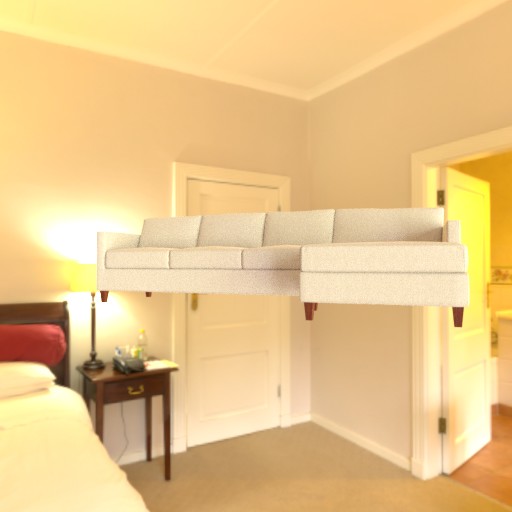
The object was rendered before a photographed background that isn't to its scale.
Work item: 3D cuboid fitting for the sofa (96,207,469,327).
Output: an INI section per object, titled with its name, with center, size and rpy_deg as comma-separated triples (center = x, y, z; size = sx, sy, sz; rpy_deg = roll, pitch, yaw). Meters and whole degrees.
[sofa]
center = 0.000, 0.000, 4.128
size = 3.471, 0.954, 1.599
rpy_deg = 0, -1, 20
